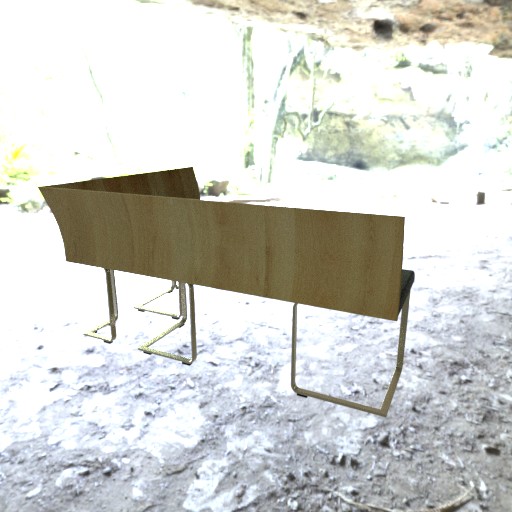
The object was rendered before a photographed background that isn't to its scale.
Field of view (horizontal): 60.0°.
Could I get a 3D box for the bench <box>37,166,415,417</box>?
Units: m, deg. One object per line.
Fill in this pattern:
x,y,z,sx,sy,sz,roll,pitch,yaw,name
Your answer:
0.000,0.000,2.792,1.945,0.930,1.495,8,18,25,bench
